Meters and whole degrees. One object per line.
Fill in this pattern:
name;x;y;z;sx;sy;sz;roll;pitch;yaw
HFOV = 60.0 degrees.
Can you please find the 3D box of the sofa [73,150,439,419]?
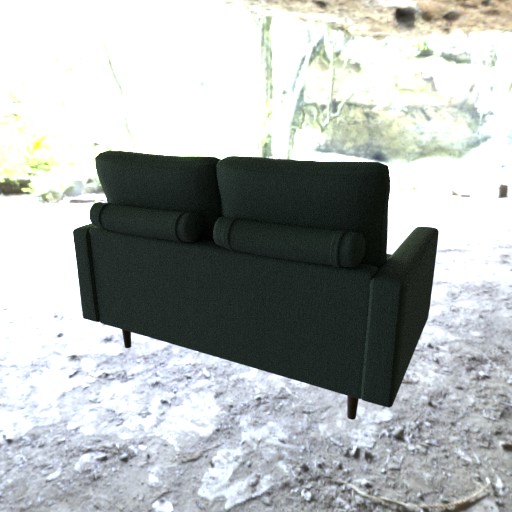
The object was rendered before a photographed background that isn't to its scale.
sofa;0.000;0.000;1.958;1.407;0.907;0.842;9;19;27
